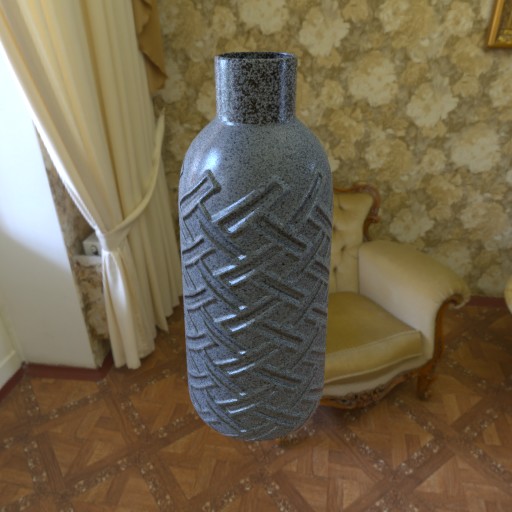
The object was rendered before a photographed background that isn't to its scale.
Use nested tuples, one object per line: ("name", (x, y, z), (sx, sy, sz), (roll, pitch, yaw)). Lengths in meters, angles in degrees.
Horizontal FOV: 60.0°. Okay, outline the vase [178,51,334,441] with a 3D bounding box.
("vase", (0.000, 0.000, 0.341), (0.122, 0.282, 0.122), (0, 29, 0))
